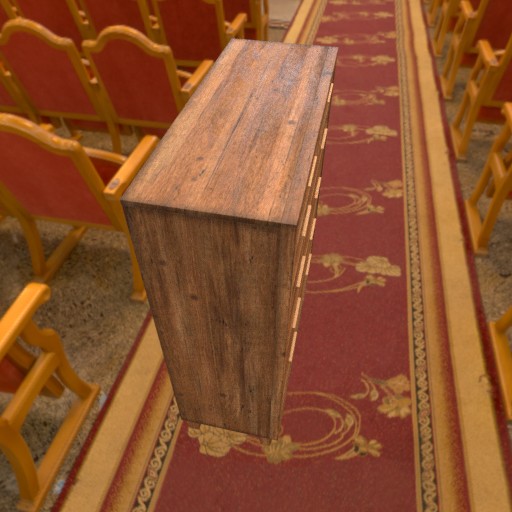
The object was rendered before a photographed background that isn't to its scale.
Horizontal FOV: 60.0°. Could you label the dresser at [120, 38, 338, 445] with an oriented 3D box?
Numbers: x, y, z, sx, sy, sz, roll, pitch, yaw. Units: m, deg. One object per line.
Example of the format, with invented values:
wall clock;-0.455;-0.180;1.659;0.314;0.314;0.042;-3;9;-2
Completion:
dresser;0.000;0.000;1.884;0.438;1.359;1.067;9;46;9
